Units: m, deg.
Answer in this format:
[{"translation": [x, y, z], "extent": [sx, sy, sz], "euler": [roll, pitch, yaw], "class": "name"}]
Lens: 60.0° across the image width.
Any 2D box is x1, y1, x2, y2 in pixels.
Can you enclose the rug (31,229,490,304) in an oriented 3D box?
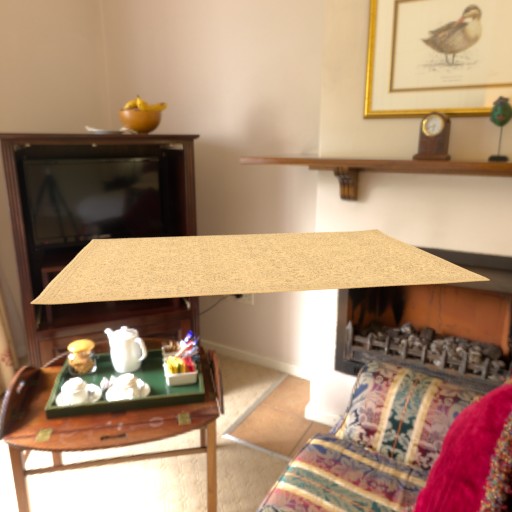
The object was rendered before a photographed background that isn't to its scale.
[{"translation": [0.000, 0.000, 3.023], "extent": [2.434, 0.023, 1.518], "euler": [-2, 14, -9], "class": "rug"}]
